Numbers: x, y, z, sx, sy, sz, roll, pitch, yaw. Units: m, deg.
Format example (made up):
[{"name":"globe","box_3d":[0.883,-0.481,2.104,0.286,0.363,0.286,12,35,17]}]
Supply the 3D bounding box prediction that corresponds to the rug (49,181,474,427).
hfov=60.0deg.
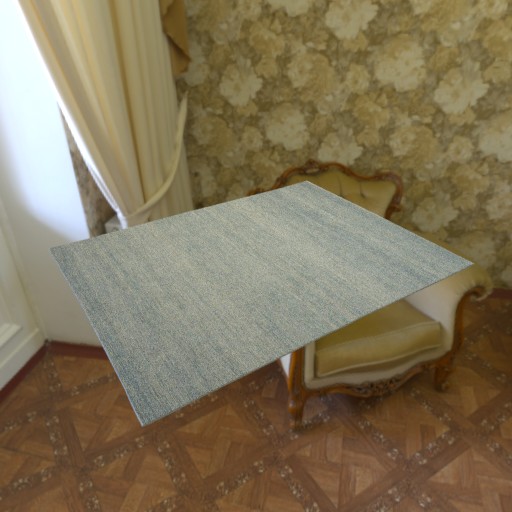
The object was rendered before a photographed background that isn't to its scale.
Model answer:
[{"name":"rug","box_3d":[0.000,0.000,4.206,3.237,0.046,2.461,-19,36,-28]}]
